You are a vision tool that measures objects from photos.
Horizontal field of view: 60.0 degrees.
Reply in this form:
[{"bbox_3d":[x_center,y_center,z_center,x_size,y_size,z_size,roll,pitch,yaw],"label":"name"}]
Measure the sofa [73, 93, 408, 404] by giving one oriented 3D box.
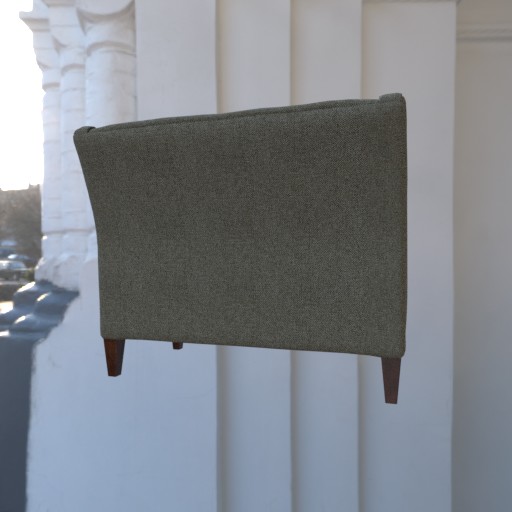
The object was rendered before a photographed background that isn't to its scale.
[{"bbox_3d":[0.000,0.000,1.926,1.242,1.021,0.870,0,0,18],"label":"sofa"}]
